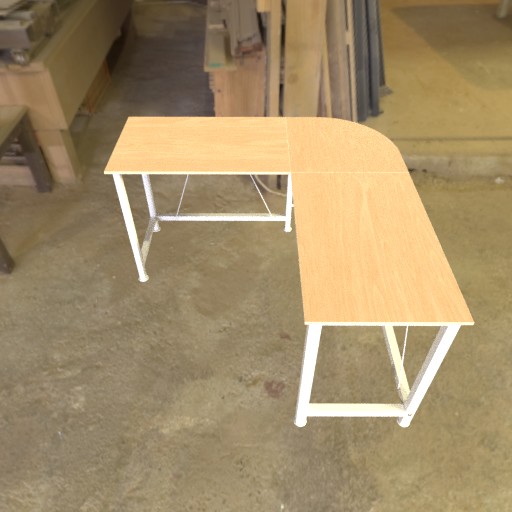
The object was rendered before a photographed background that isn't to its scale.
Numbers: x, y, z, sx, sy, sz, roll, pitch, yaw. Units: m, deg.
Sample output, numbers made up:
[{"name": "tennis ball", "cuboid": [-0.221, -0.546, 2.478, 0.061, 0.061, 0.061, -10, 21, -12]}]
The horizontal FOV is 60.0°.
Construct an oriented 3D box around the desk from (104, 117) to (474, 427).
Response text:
[{"name": "desk", "cuboid": [0.000, 0.000, 2.185, 1.400, 0.762, 1.400, 0, 44, 0]}]
